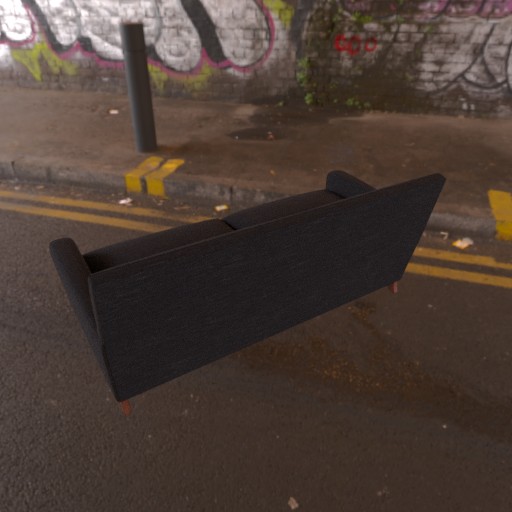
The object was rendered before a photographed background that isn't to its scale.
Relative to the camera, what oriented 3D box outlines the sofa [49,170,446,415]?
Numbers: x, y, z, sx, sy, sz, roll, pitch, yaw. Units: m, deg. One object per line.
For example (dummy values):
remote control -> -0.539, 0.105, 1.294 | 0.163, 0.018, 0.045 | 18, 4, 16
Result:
sofa -> 0.000, 0.000, 2.490 | 1.976, 0.846, 0.875 | -18, 36, -27
